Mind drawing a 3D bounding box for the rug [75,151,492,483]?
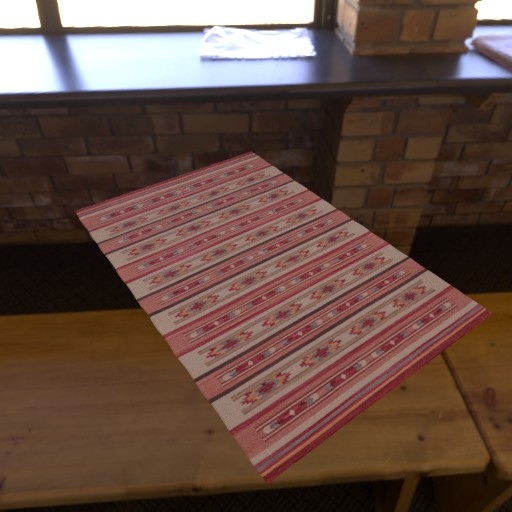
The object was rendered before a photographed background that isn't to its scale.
[{"bbox_3d":[0.000,0.000,2.210,1.223,0.008,1.817,-25,47,-26],"label":"rug"}]
